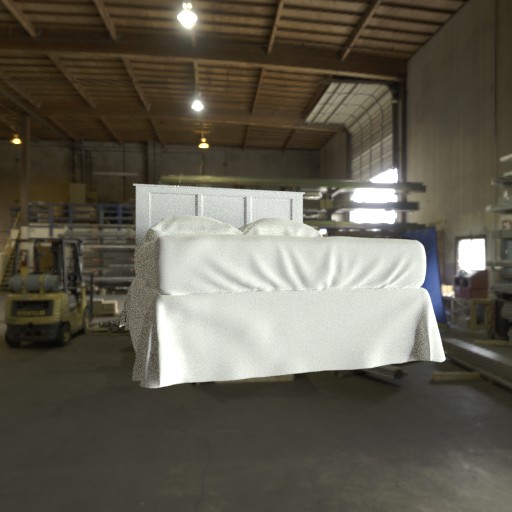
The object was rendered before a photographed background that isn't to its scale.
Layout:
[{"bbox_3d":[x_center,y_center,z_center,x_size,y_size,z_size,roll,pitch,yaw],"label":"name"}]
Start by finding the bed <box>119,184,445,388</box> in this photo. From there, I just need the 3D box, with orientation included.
[{"bbox_3d":[0.000,0.000,3.257,1.876,1.269,2.047,0,0,-18],"label":"bed"}]
